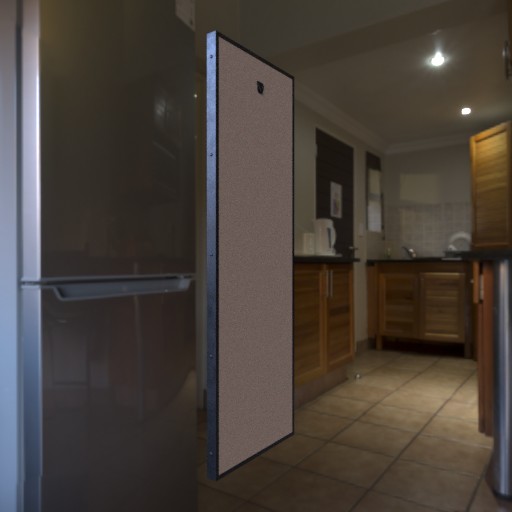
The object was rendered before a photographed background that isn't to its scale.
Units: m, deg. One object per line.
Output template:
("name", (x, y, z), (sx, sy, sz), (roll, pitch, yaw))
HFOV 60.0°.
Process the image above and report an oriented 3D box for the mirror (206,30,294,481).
("mirror", (0.000, 0.000, 1.201), (0.042, 1.080, 0.354), (0, 0, 37))
